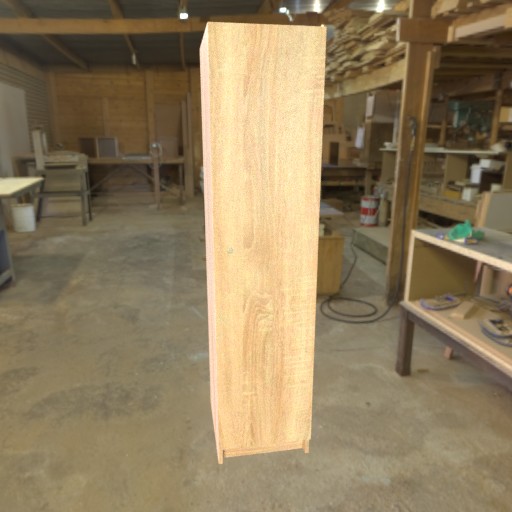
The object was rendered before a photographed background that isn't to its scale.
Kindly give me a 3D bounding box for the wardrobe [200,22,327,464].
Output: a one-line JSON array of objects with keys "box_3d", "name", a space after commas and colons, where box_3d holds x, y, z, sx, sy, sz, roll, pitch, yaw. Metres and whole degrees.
[{"box_3d": [0.000, 0.000, 2.366, 0.496, 2.117, 0.588, -3, 16, -10], "name": "wardrobe"}]
